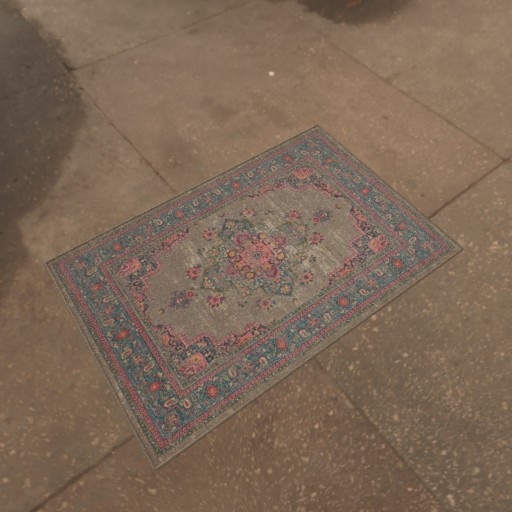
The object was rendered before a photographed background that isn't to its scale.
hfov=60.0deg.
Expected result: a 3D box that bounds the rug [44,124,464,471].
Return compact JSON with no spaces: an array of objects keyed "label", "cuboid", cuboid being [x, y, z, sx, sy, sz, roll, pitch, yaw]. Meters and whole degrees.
[{"label":"rug","cuboid":[0.000,0.000,2.195,1.748,0.014,1.144,-31,62,-19]}]
